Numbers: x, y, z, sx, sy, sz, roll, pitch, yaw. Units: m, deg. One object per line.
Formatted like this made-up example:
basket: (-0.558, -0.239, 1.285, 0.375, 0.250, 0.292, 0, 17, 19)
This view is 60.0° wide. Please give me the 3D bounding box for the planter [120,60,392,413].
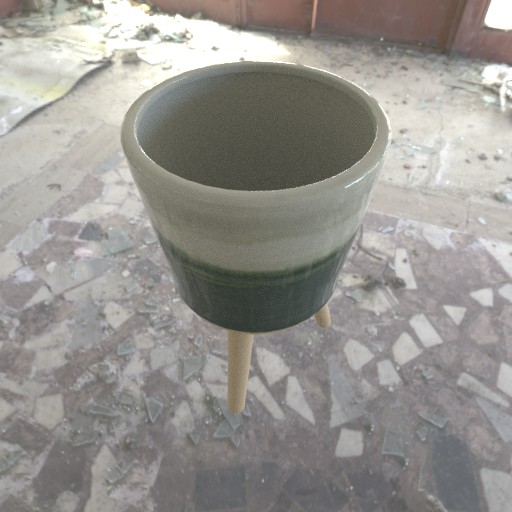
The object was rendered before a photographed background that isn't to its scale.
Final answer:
planter: (0.000, 0.000, 0.478, 0.217, 0.331, 0.217, -25, 52, -22)
